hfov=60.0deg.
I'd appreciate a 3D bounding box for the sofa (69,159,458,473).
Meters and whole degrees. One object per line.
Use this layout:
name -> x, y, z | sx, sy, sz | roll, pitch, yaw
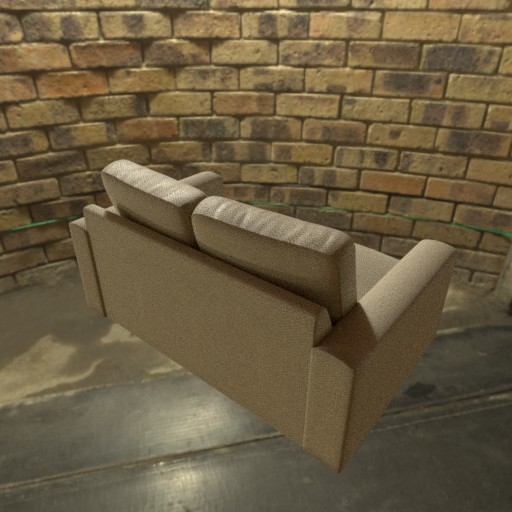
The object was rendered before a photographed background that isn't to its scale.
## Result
sofa -> 0.000, 0.000, 2.185 | 1.616, 0.873, 1.016 | 23, 38, 33
